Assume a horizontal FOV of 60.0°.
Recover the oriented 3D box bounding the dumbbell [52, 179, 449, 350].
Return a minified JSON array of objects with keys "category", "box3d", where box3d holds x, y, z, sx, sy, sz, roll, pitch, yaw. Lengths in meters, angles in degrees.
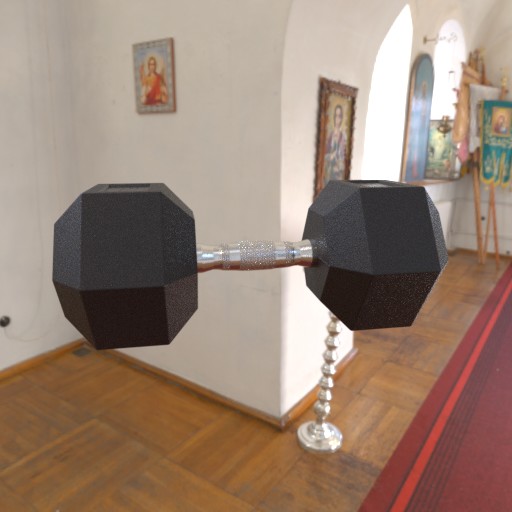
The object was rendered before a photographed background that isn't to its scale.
[{"category":"dumbbell","box3d":[0.000,0.000,0.334,0.271,0.106,0.122,-3,15,-10]}]
